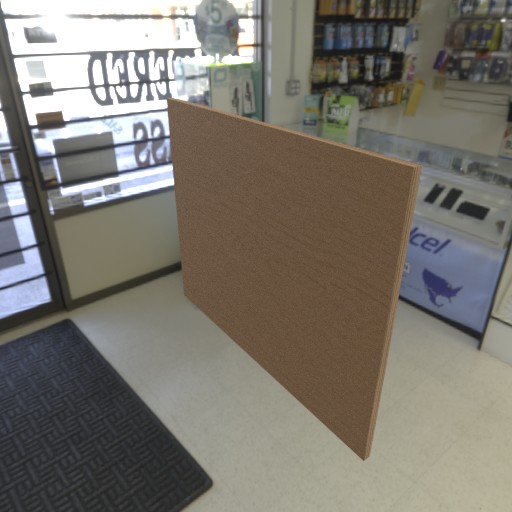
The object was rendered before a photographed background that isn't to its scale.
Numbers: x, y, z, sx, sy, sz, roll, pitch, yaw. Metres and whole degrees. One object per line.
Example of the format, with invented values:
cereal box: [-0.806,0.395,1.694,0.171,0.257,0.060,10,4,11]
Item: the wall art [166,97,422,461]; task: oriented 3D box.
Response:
wall art: [0.000,0.000,0.687,0.013,0.406,0.508,-19,33,-32]
